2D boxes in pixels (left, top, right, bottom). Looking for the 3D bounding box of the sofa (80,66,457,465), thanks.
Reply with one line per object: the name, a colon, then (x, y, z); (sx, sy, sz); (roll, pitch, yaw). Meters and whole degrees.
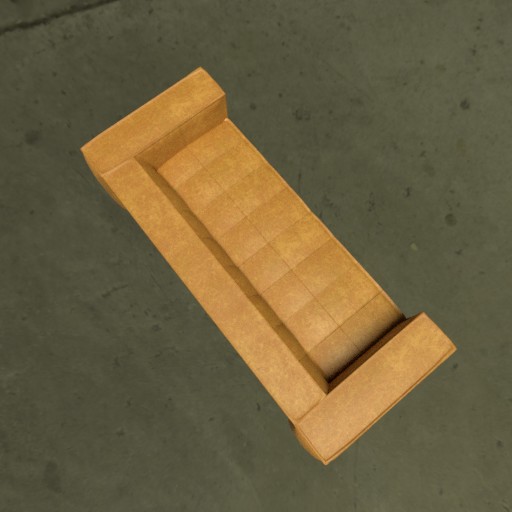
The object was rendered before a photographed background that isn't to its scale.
sofa: (0.000, 0.000, 3.134); (1.102, 0.701, 2.581); (-38, 78, -10)
